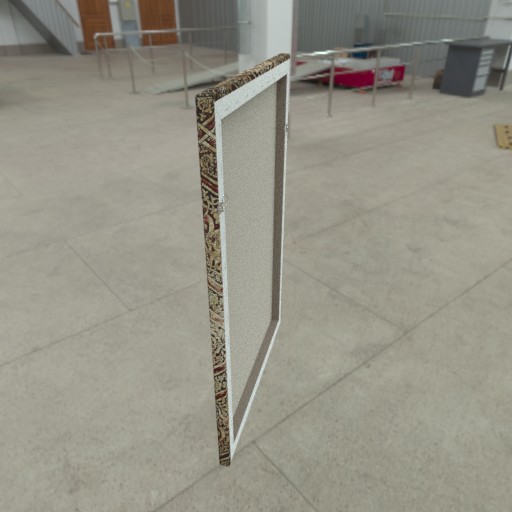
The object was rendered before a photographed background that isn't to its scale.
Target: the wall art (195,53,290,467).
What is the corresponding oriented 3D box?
[{"bbox_3d":[0.000,0.000,1.153,0.030,0.904,0.599,8,31,13],"label":"wall art"}]
